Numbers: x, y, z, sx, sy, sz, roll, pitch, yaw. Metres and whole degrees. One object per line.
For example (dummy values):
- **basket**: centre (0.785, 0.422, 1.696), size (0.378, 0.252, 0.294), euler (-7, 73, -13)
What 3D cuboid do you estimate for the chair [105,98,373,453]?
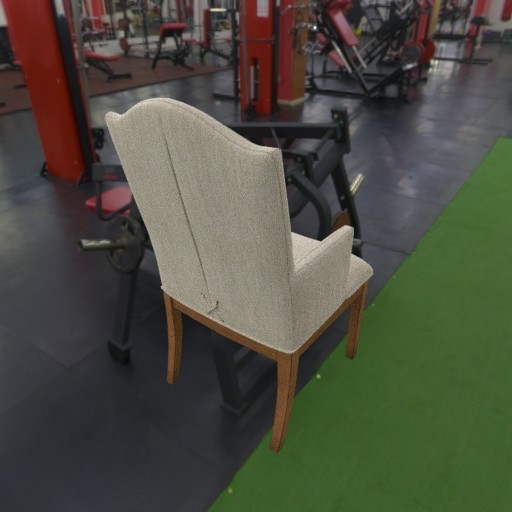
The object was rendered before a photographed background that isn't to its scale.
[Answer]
- **chair**: centre (0.000, 0.000, 1.354), size (0.533, 1.016, 0.641), euler (21, 36, 31)
